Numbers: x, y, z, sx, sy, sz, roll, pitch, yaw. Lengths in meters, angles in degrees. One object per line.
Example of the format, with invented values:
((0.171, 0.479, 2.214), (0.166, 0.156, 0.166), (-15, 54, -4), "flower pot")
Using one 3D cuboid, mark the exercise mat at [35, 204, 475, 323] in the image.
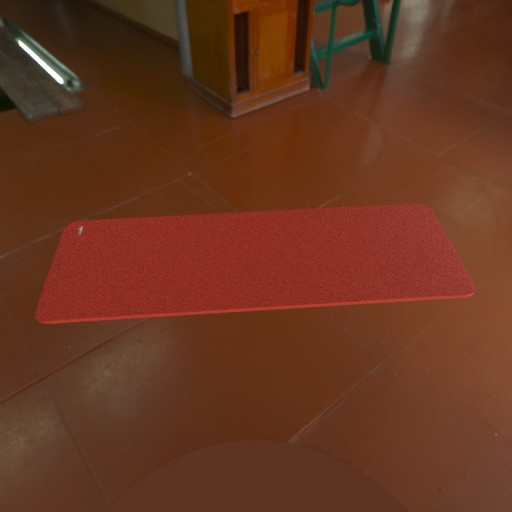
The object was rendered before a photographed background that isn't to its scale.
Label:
((0.000, 0.000, 2.056), (1.869, 0.021, 0.616), (-3, 46, -3), "exercise mat")
